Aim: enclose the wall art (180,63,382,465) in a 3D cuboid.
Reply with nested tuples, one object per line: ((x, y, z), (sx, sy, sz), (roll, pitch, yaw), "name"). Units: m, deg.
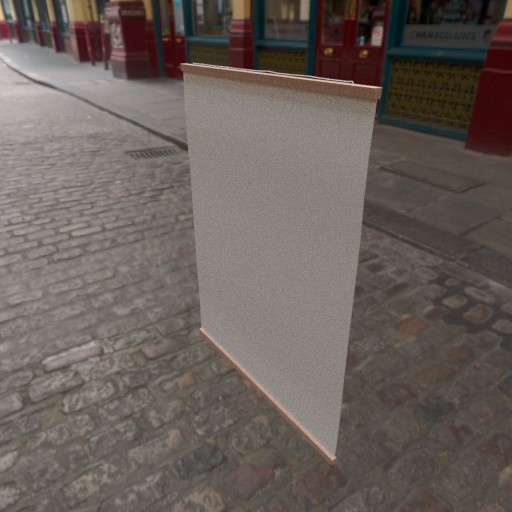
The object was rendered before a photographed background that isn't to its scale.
((0.000, 0.000, 1.303), (0.020, 1.013, 0.758), (-18, 32, -31), "wall art")
